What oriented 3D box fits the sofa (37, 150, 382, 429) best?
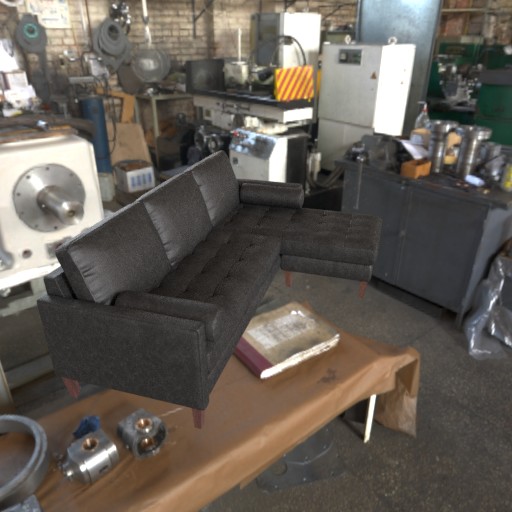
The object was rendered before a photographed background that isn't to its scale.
[{"bbox_3d":[0.000,0.000,2.864,1.497,0.876,2.178,8,27,15],"label":"sofa"}]
